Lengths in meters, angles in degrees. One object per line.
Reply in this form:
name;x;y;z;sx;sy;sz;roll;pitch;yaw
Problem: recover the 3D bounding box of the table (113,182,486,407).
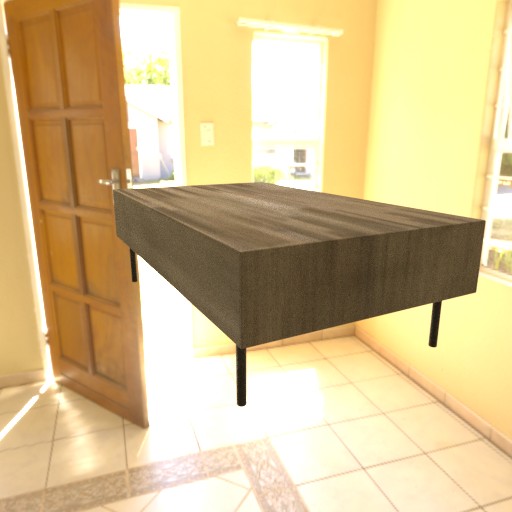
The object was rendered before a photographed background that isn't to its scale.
table;0.000;0.000;1.397;0.643;0.347;1.088;-8;17;-27
